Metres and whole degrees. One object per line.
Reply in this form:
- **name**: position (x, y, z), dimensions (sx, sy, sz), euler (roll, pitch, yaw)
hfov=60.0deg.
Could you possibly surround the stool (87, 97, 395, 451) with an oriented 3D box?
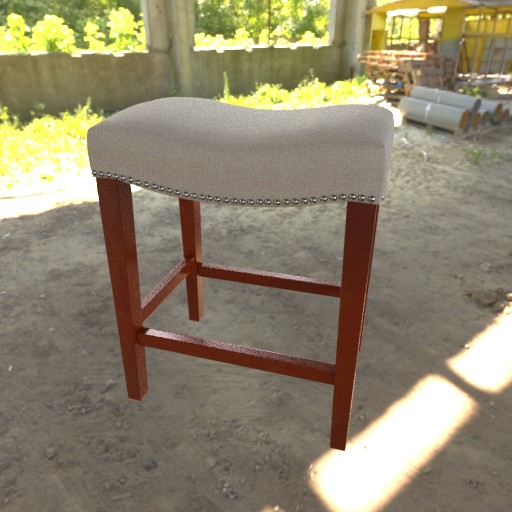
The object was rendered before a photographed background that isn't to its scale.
- **stool**: position (0.000, 0.000, 0.967), dimensions (0.509, 0.632, 0.375), euler (8, 27, 15)
